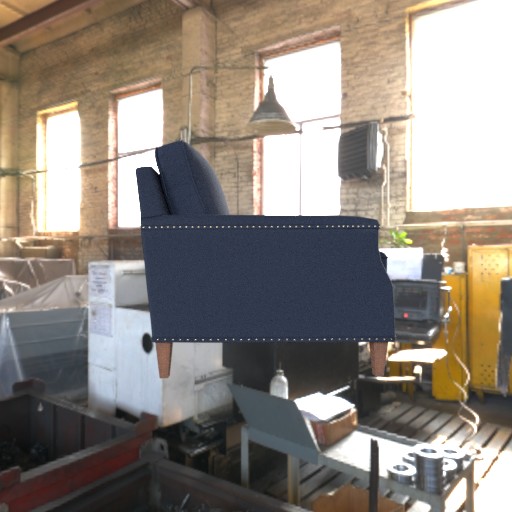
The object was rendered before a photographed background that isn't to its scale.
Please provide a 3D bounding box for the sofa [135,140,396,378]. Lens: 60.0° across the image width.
[{"bbox_3d":[0.000,0.000,2.885,1.084,1.003,2.246,0,0,-2],"label":"sofa"}]
